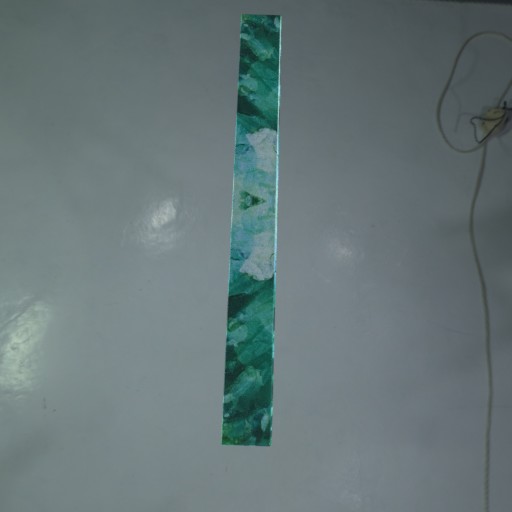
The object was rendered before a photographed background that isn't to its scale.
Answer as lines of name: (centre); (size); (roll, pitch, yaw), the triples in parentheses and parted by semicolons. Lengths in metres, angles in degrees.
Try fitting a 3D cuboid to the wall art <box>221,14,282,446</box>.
wall art: (0.000, 0.000, 0.460); (0.033, 0.313, 0.313); (2, 77, 0)
